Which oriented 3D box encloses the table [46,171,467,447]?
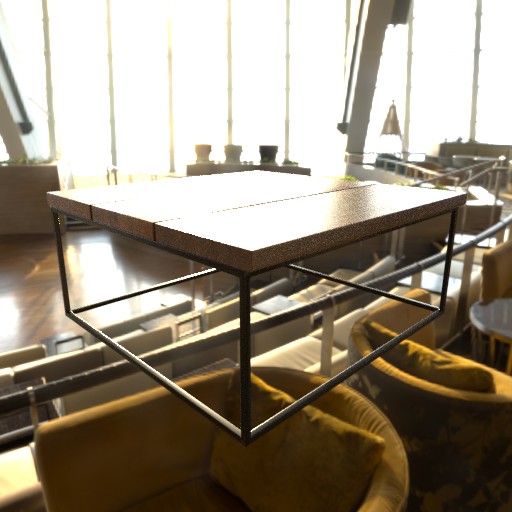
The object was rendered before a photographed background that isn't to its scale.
[{"bbox_3d":[0.000,0.000,1.396,0.900,0.400,0.900,-16,23,-42],"label":"table"}]
